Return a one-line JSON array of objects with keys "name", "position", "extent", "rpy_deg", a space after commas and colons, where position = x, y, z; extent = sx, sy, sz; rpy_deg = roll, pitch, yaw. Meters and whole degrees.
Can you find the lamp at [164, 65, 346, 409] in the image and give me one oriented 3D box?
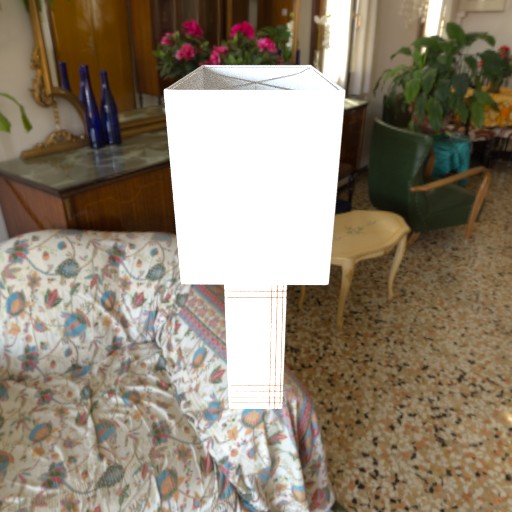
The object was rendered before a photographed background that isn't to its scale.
[{"name": "lamp", "position": [0.000, 0.000, 0.712], "extent": [0.182, 0.543, 0.334], "rpy_deg": [0, 27, 0]}]
